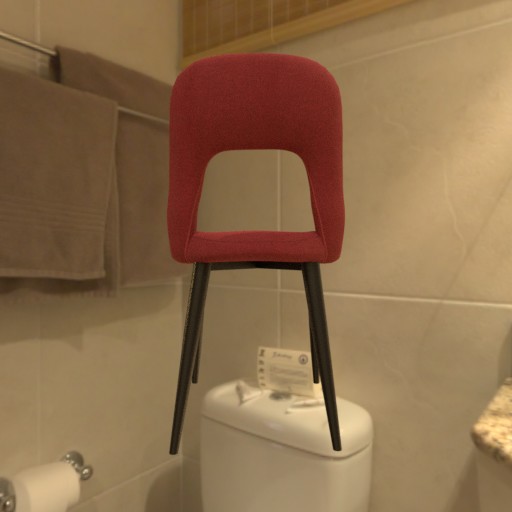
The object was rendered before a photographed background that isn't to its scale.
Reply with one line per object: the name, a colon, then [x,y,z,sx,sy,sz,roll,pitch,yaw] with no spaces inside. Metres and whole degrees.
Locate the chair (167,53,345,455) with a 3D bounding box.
chair: [0.000,0.000,1.233,0.483,0.892,0.569,0,1,0]
